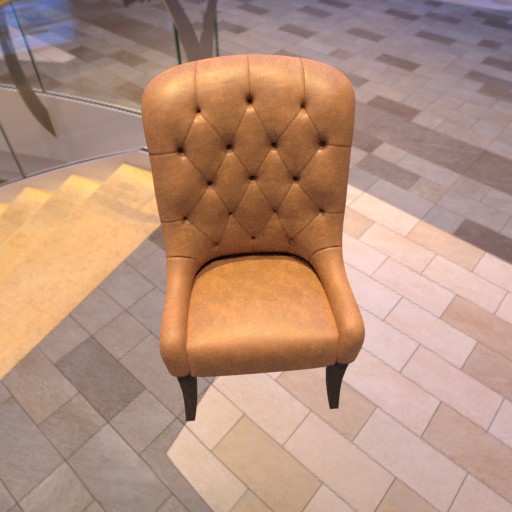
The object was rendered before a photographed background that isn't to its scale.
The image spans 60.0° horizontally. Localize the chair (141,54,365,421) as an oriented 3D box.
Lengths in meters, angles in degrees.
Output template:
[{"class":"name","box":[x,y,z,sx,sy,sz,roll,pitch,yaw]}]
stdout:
[{"class":"chair","box":[0.000,0.000,1.478,0.634,1.091,0.629,-4,47,-3]}]
